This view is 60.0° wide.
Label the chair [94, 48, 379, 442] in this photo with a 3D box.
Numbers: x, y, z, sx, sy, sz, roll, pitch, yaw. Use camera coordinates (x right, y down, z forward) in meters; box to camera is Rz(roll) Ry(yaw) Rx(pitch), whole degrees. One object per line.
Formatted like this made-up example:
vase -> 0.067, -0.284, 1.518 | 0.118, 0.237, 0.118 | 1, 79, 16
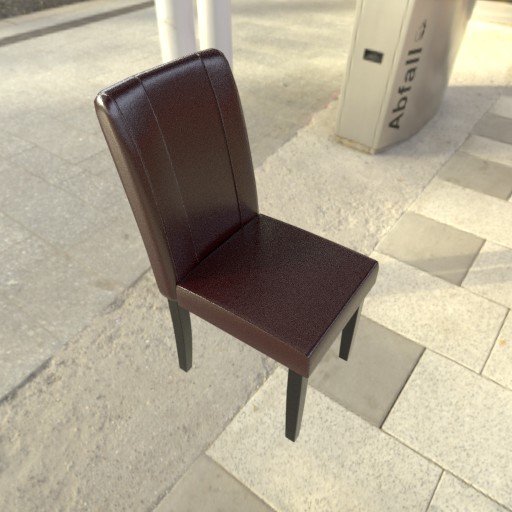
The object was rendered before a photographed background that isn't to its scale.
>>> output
chair -> 0.000, 0.000, 1.190 | 0.556, 0.897, 0.399 | 25, 47, 25
